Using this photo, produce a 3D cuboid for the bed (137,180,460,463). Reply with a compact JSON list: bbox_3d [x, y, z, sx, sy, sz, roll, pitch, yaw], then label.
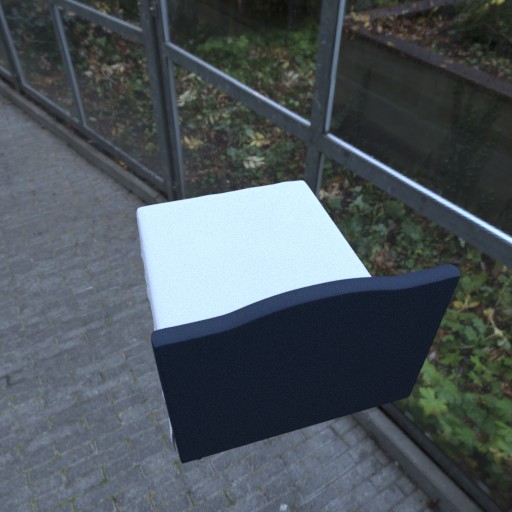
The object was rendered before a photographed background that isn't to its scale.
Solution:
[{"bbox_3d":[0.000,0.000,3.491,1.821,1.436,2.282,-11,43,-12],"label":"bed"}]
